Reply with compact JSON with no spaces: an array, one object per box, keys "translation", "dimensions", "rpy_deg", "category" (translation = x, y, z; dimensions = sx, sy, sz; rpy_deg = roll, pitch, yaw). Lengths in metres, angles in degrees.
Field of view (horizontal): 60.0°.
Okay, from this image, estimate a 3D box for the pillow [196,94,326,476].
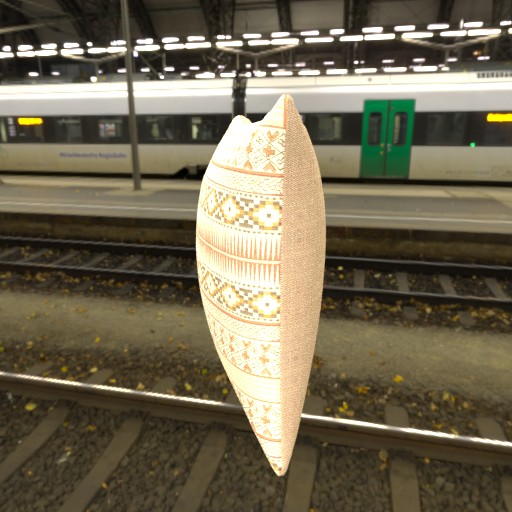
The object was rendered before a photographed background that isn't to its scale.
[{"translation":[0.000,0.000,0.811],"dimensions":[0.215,0.519,0.521],"rpy_deg":[-2,16,-8],"category":"pillow"}]
